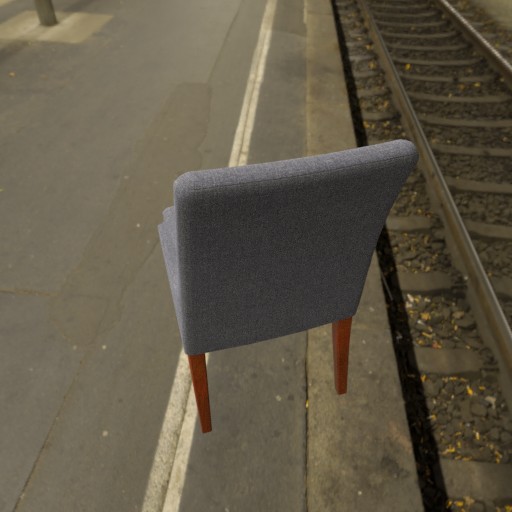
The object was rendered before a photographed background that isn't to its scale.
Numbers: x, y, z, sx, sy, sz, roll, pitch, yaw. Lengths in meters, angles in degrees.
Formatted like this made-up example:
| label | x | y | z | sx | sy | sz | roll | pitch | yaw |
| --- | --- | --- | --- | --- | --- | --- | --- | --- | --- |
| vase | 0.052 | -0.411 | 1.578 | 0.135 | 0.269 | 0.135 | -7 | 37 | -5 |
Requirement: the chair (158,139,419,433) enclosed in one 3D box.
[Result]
| label | x | y | z | sx | sy | sz | roll | pitch | yaw |
| --- | --- | --- | --- | --- | --- | --- | --- | --- | --- |
| chair | 0.000 | 0.000 | 1.286 | 0.508 | 0.952 | 0.655 | -11 | 43 | -12 |
